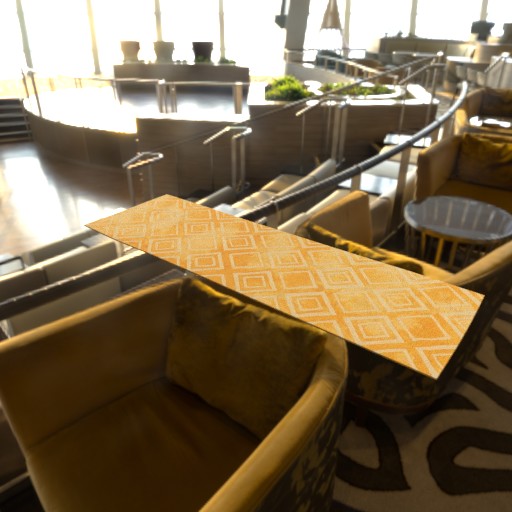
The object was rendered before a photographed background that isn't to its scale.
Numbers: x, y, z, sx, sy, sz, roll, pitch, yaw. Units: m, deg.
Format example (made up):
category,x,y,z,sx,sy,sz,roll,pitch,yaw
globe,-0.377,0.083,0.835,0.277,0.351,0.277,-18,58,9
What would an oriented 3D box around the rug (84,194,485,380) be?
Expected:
category,x,y,z,sx,sy,sz,roll,pitch,yaw
rug,0.000,0.000,2.695,2.438,0.010,0.775,20,35,33
